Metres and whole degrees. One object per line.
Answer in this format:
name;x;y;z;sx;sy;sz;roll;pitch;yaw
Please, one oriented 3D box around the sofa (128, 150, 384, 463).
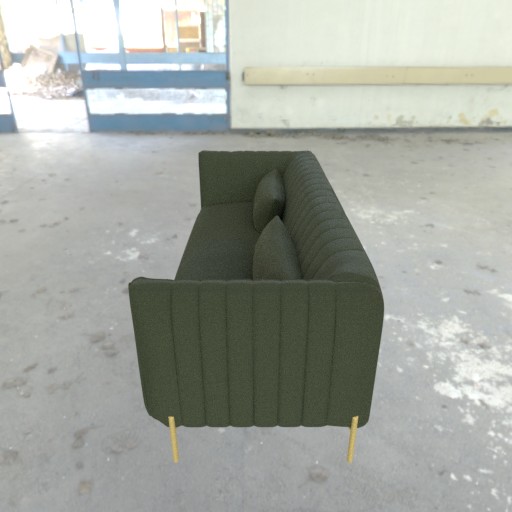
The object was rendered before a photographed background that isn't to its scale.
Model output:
sofa;0.000;0.000;2.528;0.896;0.793;2.137;0;26;0
